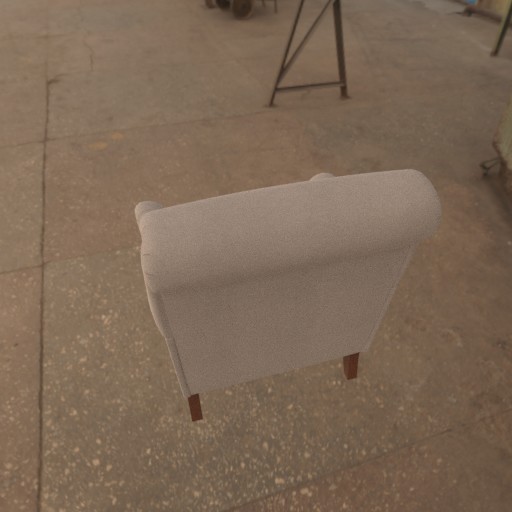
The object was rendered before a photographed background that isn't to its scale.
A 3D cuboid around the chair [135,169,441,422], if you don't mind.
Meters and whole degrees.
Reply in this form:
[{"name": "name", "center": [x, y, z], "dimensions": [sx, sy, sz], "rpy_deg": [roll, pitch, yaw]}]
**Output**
[{"name": "chair", "center": [0.000, 0.000, 1.566], "dimensions": [0.766, 0.942, 0.842], "rpy_deg": [-11, 43, -12]}]
